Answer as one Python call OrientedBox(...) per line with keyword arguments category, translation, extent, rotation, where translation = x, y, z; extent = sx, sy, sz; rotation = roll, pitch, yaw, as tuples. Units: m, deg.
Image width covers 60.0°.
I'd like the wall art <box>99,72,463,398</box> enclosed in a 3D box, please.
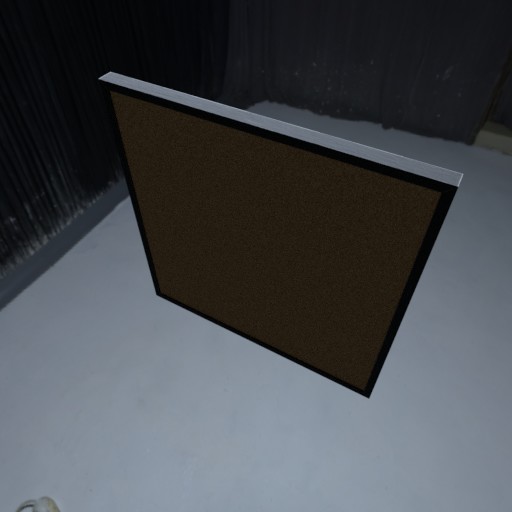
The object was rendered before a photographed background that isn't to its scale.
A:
OrientedBox(category="wall art", translation=(0.000, 0.000, 1.122), extent=(0.761, 0.761, 0.037), rotation=(22, 51, 19))
